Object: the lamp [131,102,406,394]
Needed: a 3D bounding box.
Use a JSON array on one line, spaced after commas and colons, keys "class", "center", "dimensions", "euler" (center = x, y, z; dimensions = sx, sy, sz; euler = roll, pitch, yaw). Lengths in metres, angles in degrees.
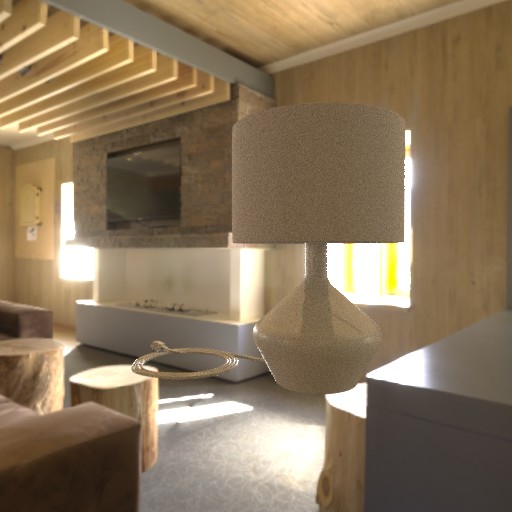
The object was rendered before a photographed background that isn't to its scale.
[{"class": "lamp", "center": [0.000, 0.000, 0.874], "dimensions": [0.401, 0.457, 0.546], "euler": [-1, 1, -36]}]
